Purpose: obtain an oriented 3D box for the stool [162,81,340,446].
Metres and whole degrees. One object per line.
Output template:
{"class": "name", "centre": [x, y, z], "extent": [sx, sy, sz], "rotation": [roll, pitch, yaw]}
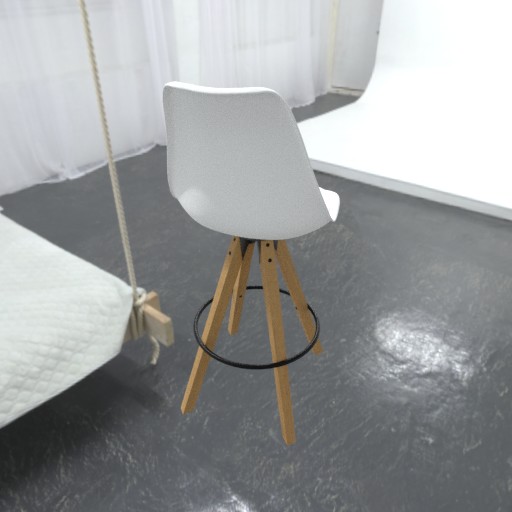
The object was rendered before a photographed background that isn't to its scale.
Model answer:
{"class": "stool", "centre": [0.000, 0.000, 1.406], "extent": [0.482, 1.115, 0.549], "rotation": [10, 33, 16]}
